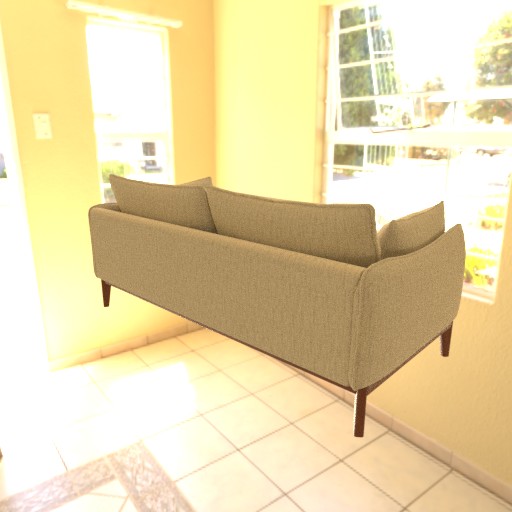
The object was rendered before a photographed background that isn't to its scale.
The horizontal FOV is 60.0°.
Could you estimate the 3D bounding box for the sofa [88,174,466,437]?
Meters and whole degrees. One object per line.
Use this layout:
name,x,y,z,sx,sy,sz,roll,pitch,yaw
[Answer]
sofa,0.000,0.000,2.471,1.989,0.860,0.991,14,21,41
